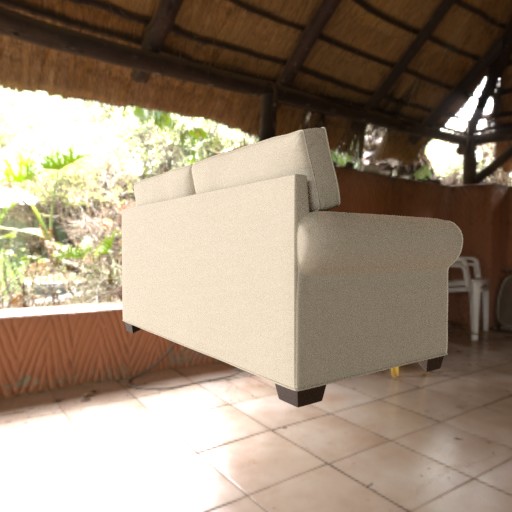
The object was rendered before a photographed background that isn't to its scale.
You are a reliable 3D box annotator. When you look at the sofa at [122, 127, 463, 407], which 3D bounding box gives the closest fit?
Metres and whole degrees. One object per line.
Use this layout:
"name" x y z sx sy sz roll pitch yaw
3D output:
"sofa" 0.000 0.000 2.287 0.861 0.933 1.774 -1 2 -36
